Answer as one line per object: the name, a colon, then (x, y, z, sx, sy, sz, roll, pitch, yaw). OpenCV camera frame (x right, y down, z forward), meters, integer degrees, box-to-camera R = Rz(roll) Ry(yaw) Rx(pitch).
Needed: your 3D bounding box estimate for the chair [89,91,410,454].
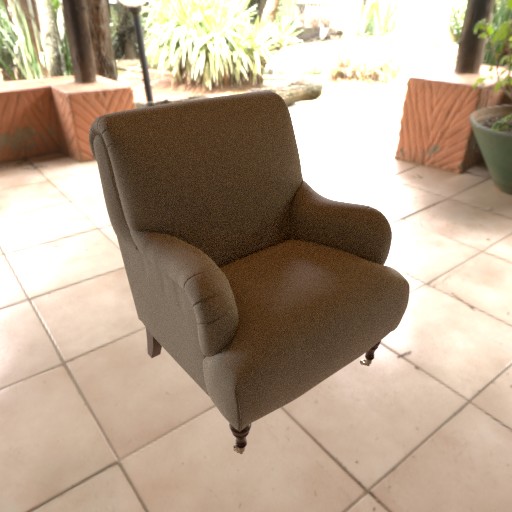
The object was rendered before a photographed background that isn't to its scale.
chair: (0.000, 0.000, 1.530, 0.766, 0.942, 0.842, -22, 36, -33)
